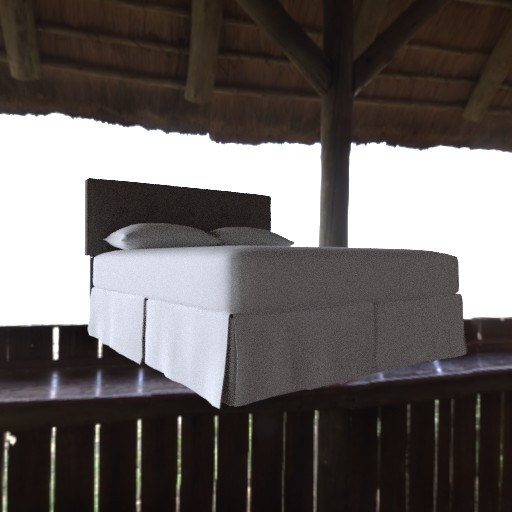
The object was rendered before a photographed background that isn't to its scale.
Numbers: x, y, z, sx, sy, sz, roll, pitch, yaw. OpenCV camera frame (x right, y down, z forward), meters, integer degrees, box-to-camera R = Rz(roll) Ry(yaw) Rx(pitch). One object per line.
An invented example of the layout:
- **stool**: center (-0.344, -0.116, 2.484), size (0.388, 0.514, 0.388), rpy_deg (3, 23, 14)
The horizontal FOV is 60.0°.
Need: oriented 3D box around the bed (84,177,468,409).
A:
- **bed**: center (0.000, 0.000, 2.752), size (1.610, 1.089, 1.894), rpy_deg (0, 0, -35)
